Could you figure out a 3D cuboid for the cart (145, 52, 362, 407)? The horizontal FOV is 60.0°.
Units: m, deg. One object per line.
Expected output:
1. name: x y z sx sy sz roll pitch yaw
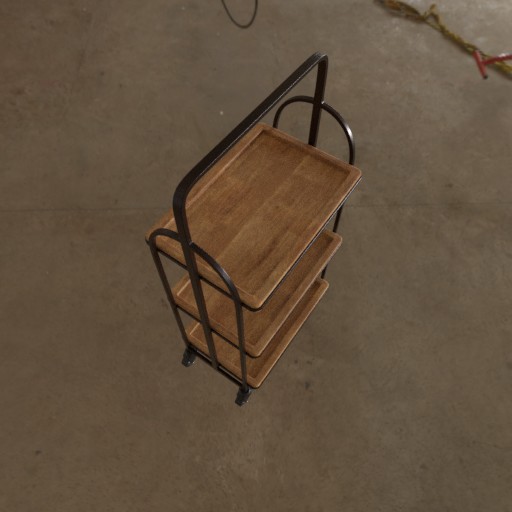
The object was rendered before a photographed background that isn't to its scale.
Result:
1. cart: 0.000 0.000 1.244 0.327 1.001 0.553 31 63 18
